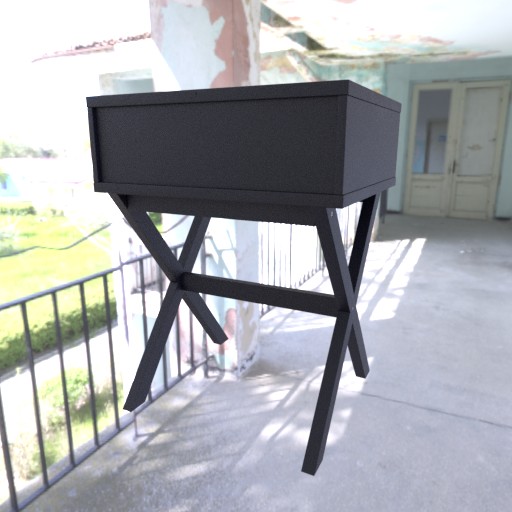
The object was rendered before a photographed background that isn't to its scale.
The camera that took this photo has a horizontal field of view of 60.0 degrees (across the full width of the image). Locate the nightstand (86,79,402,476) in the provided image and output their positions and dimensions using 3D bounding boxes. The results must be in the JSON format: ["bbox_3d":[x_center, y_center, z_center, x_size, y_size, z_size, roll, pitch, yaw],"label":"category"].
[{"bbox_3d":[0.000,0.000,0.935,0.479,0.623,0.402,7,16,26],"label":"nightstand"}]
